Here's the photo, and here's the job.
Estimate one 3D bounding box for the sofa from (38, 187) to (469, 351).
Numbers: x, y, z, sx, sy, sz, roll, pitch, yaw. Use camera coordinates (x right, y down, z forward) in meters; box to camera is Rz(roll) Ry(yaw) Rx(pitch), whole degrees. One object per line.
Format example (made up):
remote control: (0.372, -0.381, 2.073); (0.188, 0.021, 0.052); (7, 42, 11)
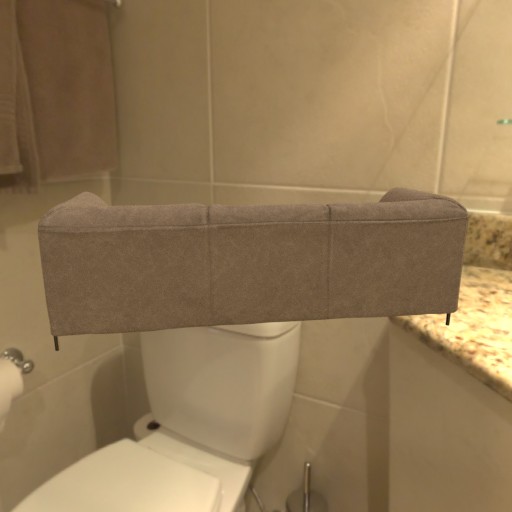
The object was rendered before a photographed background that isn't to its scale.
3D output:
sofa: (0.000, 0.000, 2.702); (2.238, 0.758, 0.899); (-2, 15, -8)
